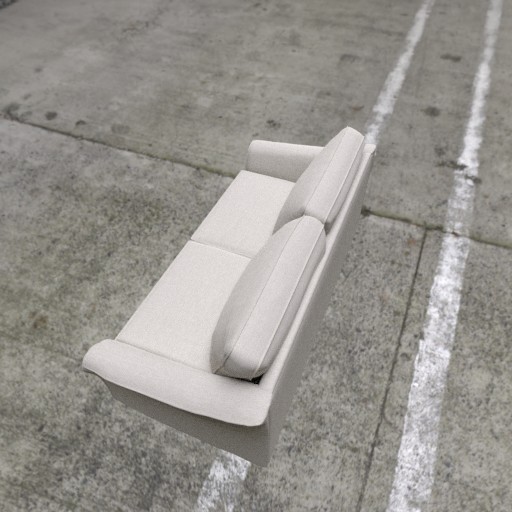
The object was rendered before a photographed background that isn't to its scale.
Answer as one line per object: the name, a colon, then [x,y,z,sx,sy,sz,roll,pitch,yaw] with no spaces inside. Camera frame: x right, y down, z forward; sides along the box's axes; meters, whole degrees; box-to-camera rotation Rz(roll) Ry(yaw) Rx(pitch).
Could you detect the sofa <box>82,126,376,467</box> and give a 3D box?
sofa: [0.000,0.000,2.804,0.980,0.965,2.270,16,48,15]
